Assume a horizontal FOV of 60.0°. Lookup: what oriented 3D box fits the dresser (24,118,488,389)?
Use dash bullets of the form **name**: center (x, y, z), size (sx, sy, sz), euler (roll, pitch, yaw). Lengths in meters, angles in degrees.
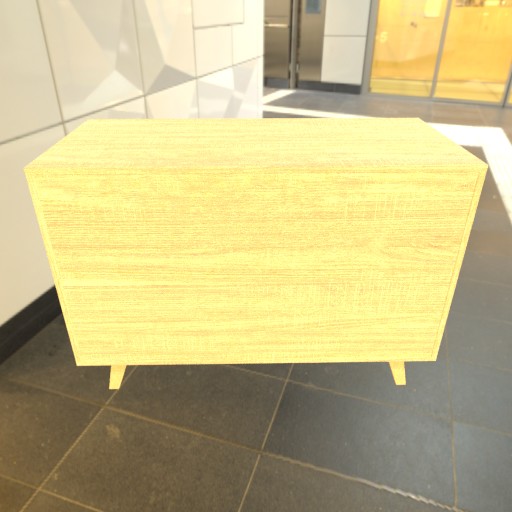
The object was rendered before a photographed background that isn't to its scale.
- **dresser**: center (0.000, 0.000, 1.469), size (1.110, 0.780, 0.500), euler (-1, 30, -1)
